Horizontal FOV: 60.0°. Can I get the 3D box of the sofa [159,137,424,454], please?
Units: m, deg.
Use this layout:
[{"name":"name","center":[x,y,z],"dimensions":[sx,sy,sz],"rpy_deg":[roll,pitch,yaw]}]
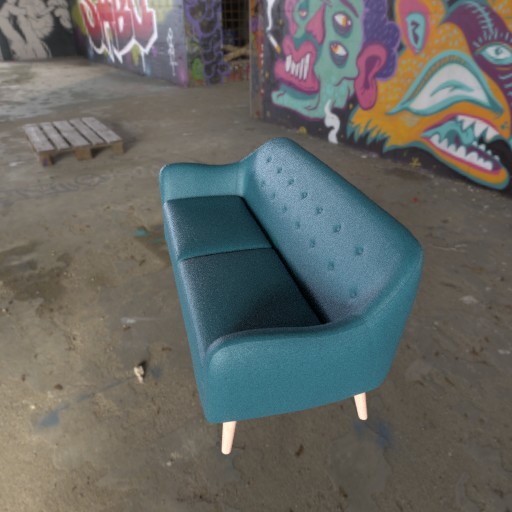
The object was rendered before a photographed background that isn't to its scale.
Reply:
[{"name":"sofa","center":[0.000,0.000,2.247],"dimensions":[0.820,0.836,1.840],"rpy_deg":[-8,30,-13]}]
